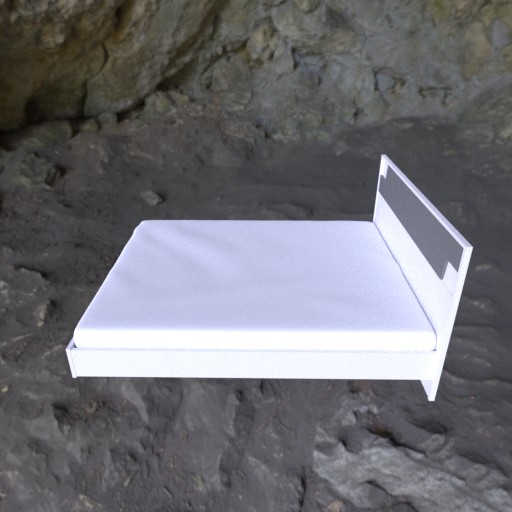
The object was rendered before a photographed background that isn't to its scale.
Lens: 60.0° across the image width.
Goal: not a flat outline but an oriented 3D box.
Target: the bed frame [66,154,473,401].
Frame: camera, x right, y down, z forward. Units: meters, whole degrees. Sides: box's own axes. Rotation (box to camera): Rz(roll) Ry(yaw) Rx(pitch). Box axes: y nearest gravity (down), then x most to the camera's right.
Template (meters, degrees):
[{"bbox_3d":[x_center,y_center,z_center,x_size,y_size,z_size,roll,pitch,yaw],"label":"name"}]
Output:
[{"bbox_3d":[0.000,0.000,3.123,2.100,1.001,1.711,0,27,1],"label":"bed frame"}]
